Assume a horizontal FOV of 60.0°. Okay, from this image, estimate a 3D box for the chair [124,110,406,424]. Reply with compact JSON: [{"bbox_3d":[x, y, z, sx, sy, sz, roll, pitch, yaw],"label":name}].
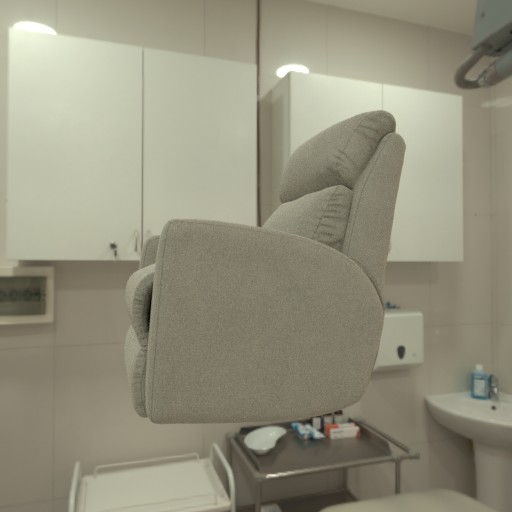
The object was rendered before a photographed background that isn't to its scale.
[{"bbox_3d":[0.000,0.000,1.679,0.940,1.021,0.794,0,-1,-19],"label":"chair"}]
